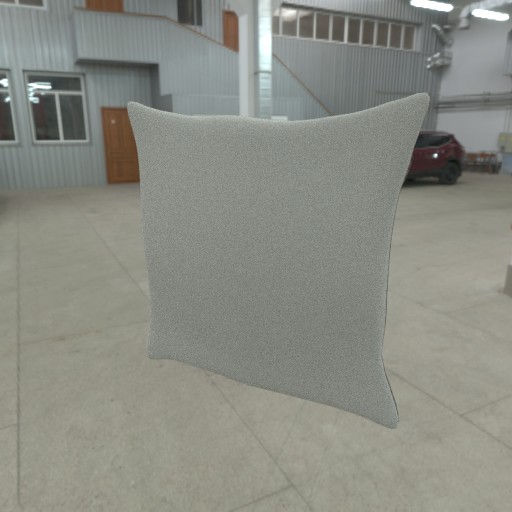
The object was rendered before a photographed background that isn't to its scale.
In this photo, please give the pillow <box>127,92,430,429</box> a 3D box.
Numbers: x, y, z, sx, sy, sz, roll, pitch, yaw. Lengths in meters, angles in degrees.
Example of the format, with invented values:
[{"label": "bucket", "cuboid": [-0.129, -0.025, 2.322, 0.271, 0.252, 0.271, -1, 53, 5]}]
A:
[{"label": "pillow", "cuboid": [0.000, 0.000, 0.758, 0.514, 0.513, 0.163, 8, 18, 26]}]
